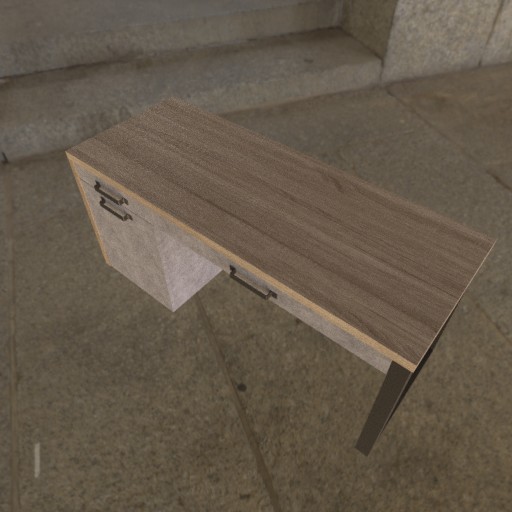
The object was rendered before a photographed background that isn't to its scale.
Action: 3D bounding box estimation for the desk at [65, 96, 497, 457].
[{"bbox_3d":[0.000,0.000,2.073,1.700,0.760,0.690,31,54,26],"label":"desk"}]
